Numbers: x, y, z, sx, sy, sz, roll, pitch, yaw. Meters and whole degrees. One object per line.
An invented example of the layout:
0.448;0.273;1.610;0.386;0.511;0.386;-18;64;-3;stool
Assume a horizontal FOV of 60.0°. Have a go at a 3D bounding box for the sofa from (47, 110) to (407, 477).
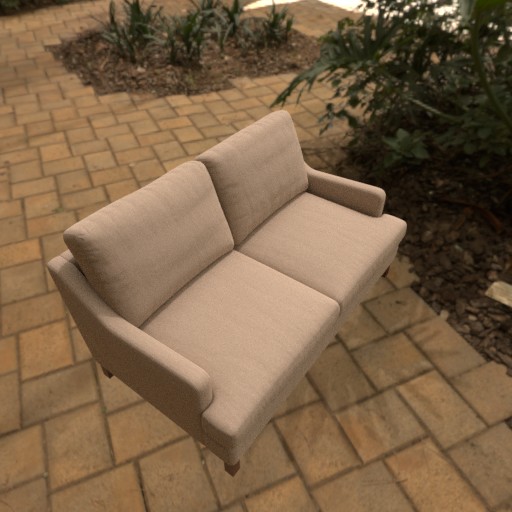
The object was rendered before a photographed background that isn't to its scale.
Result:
0.000;0.000;2.248;1.004;0.910;1.619;26;47;27;sofa
